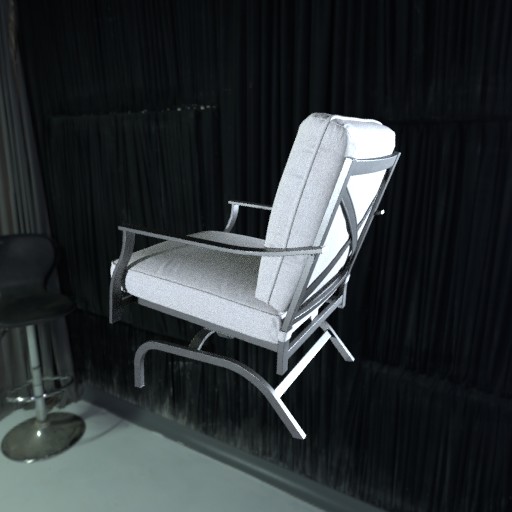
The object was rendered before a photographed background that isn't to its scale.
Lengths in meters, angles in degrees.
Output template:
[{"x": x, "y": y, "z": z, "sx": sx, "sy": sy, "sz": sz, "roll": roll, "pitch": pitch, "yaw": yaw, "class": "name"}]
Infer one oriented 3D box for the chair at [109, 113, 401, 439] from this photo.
[{"x": 0.000, "y": 0.000, "z": 1.456, "sx": 0.787, "sy": 0.860, "sz": 0.650, "roll": 7, "pitch": 16, "yaw": 26, "class": "chair"}]
